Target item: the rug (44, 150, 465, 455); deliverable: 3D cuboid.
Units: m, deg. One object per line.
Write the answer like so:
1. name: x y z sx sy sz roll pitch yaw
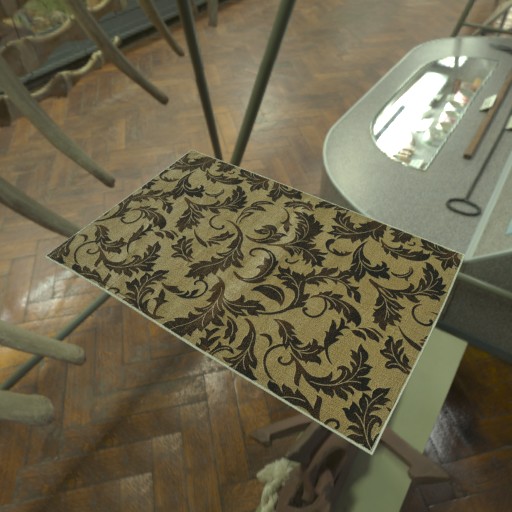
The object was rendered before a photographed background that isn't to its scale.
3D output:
1. rug: 0.000 0.000 2.871 2.284 0.008 1.522 25 51 22
